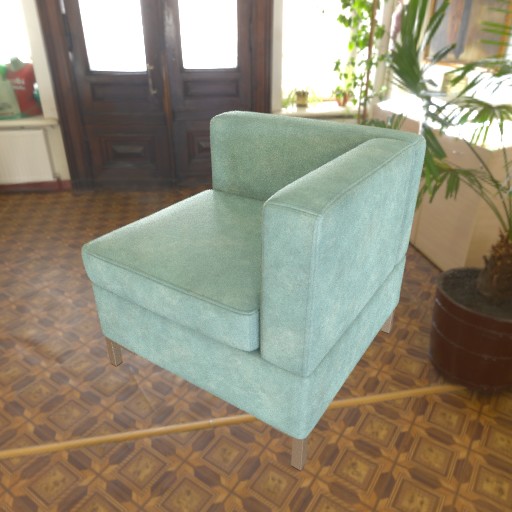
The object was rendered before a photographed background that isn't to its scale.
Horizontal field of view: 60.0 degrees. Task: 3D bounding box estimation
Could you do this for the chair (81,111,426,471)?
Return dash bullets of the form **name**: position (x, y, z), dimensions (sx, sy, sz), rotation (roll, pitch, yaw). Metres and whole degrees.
- **chair**: position (0.000, 0.000, 1.249), dimensions (0.691, 0.660, 0.684), rotation (18, 33, 29)
